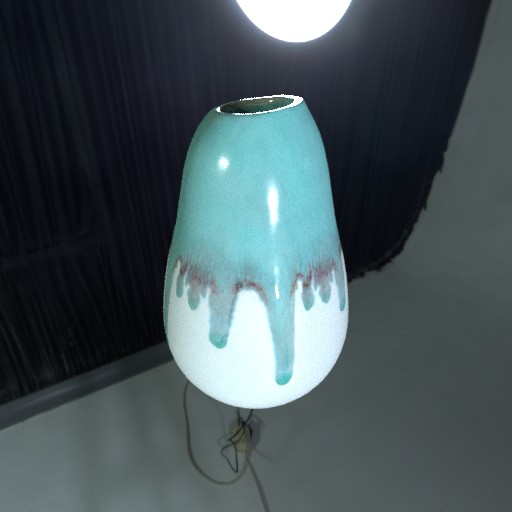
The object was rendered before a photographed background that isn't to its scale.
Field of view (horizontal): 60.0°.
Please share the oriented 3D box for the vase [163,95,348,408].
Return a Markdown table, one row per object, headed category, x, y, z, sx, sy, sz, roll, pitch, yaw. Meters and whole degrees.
| category | x | y | z | sx | sy | sz | roll | pitch | yaw |
| --- | --- | --- | --- | --- | --- | --- | --- | --- | --- |
| vase | 0.000 | 0.000 | 0.262 | 0.116 | 0.179 | 0.116 | 0 | 32 | 0 |
